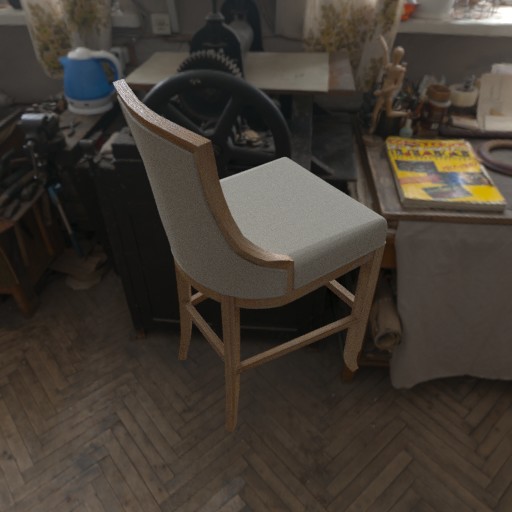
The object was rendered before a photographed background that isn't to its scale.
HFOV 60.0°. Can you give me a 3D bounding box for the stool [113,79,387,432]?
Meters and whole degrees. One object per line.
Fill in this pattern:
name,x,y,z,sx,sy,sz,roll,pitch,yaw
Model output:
stool,0.000,0.000,1.437,0.626,1.101,0.524,-24,45,-26
